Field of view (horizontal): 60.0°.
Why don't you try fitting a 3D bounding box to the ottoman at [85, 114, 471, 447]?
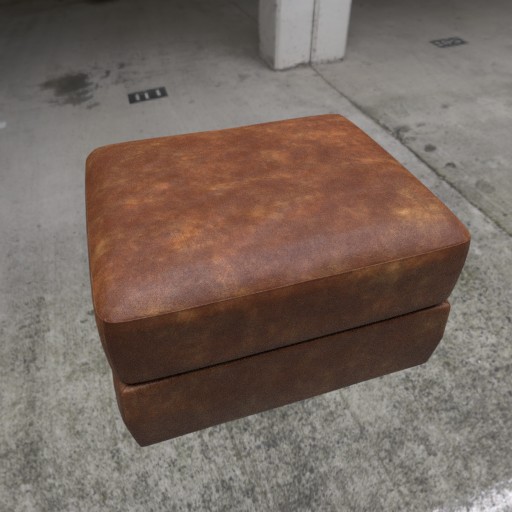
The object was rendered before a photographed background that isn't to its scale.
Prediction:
[{"bbox_3d":[0.000,0.000,1.091,0.751,0.476,0.603,-12,43,-13],"label":"ottoman"}]
